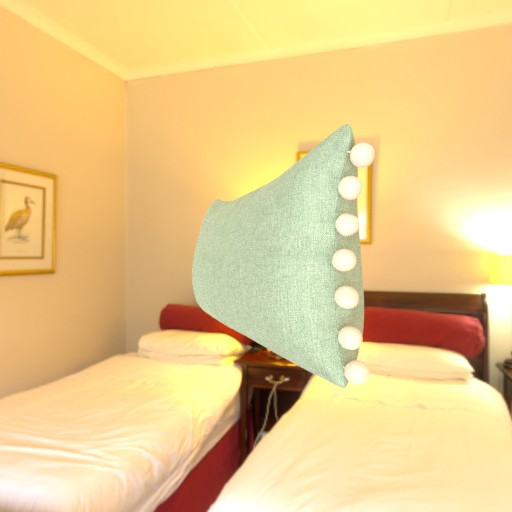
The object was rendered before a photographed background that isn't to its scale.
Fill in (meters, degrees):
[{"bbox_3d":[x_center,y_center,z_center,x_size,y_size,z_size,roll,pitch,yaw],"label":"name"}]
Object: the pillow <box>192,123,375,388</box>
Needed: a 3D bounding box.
[{"bbox_3d":[0.000,0.000,0.839,0.201,0.322,0.709,0,0,-19],"label":"pillow"}]
